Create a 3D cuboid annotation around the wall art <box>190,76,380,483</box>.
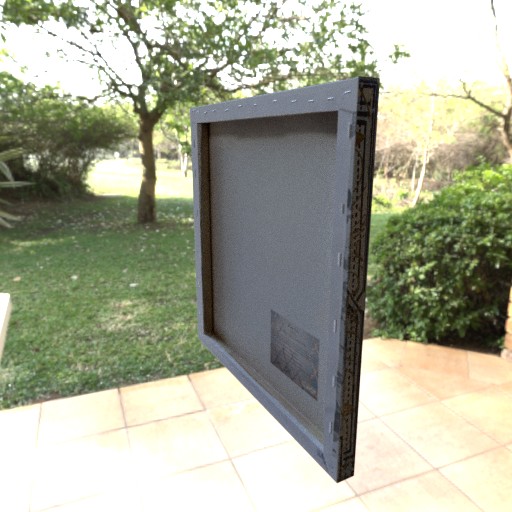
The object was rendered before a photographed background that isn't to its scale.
[{"bbox_3d":[0.000,0.000,0.896,0.036,0.607,0.609,-8,16,-27],"label":"wall art"}]
